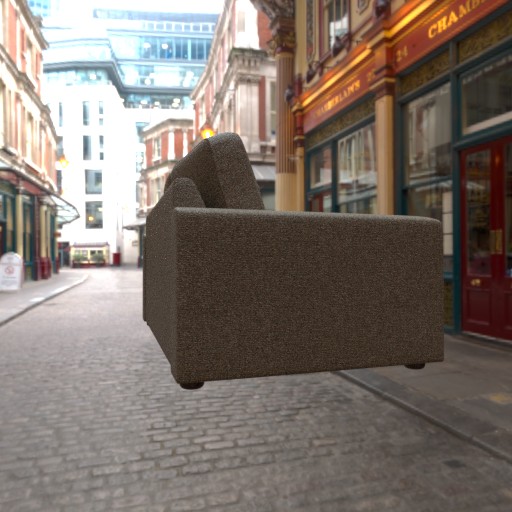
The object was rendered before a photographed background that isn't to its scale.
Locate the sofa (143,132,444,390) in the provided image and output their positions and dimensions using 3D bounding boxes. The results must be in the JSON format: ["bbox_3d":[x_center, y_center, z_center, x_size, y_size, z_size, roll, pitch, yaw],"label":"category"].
[{"bbox_3d":[0.000,0.000,2.244,1.016,0.873,1.616,0,-1,-18],"label":"sofa"}]
